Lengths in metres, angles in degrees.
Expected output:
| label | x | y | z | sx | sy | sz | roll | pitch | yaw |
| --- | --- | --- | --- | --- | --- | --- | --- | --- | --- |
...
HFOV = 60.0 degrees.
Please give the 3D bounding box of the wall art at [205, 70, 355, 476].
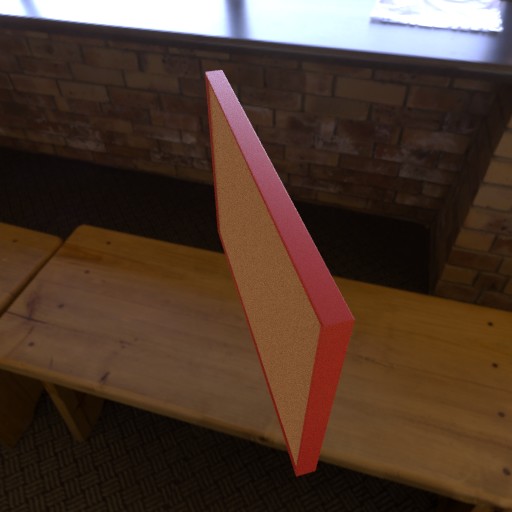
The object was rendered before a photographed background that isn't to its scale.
| label | x | y | z | sx | sy | sz | roll | pitch | yaw |
| --- | --- | --- | --- | --- | --- | --- | --- | --- | --- |
| wall art | 0.000 | 0.000 | 0.776 | 0.033 | 0.405 | 0.607 | -11 | 46 | -11 |
